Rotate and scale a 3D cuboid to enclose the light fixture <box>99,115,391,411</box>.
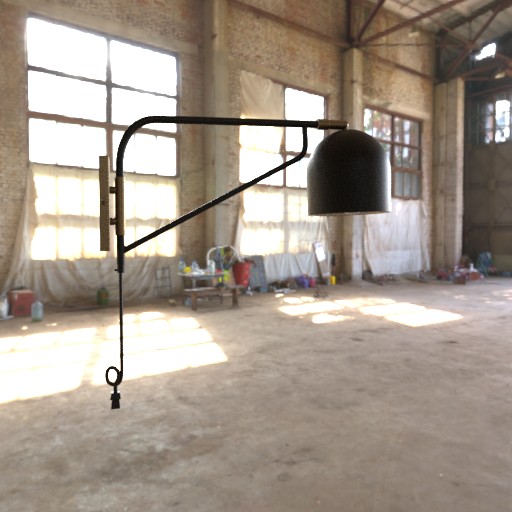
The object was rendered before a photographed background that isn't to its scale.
[{"bbox_3d":[0.000,0.000,1.088,0.720,0.696,0.215,-1,2,-17],"label":"light fixture"}]
